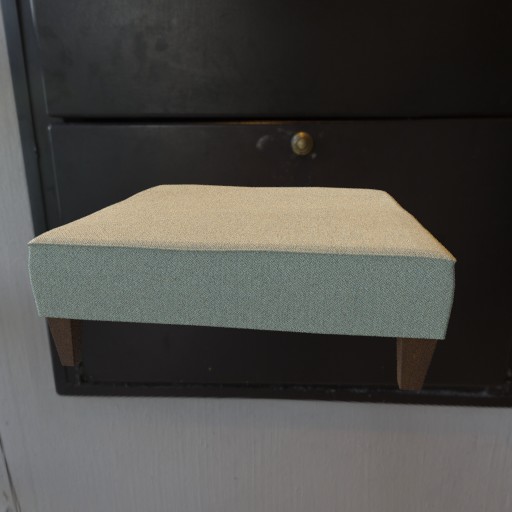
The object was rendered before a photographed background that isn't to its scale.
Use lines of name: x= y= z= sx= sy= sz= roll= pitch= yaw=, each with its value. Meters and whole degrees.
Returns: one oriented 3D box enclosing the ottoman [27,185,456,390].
ottoman: x=0.000 y=0.000 z=1.503 sx=1.004 sy=0.379 sz=0.968 roll=2 pitch=17 yaw=7
